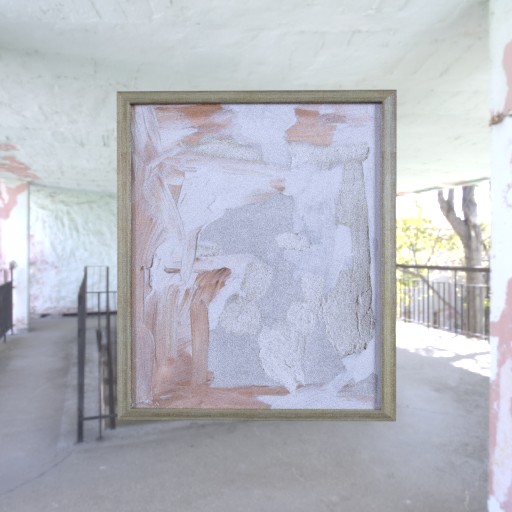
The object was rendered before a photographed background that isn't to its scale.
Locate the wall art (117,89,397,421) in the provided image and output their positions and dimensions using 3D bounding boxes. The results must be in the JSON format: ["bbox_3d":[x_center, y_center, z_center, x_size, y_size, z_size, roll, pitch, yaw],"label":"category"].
[{"bbox_3d":[0.000,0.000,0.888,0.559,0.660,0.018,0,0,1],"label":"wall art"}]
